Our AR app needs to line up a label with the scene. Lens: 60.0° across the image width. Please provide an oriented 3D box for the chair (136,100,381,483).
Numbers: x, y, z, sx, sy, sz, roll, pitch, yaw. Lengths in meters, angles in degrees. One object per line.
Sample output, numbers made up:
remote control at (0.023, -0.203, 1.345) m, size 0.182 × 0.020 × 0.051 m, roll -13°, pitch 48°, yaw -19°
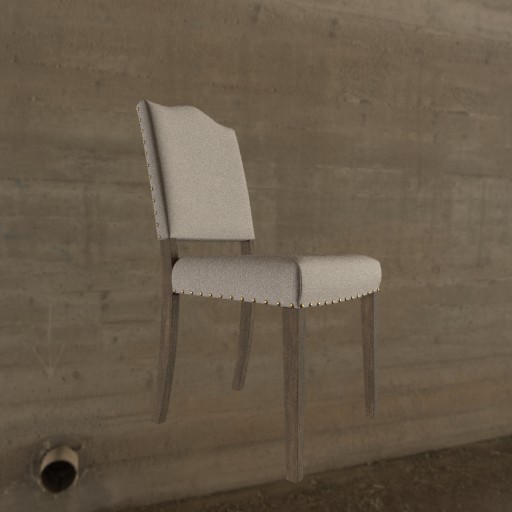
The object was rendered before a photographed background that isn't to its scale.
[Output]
chair at (0.000, 0.000, 1.373) m, size 0.620 × 1.020 × 0.508 m, roll 1°, pitch 2°, yaw 36°
